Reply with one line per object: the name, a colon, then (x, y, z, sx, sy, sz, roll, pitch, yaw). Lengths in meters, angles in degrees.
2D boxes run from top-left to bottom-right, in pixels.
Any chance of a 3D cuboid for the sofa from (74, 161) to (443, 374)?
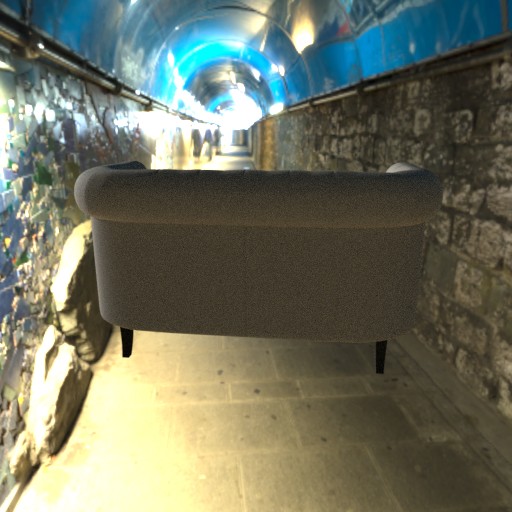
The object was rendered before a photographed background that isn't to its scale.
sofa: (0.000, 0.000, 2.040, 1.558, 0.827, 0.835, 2, 15, 7)
